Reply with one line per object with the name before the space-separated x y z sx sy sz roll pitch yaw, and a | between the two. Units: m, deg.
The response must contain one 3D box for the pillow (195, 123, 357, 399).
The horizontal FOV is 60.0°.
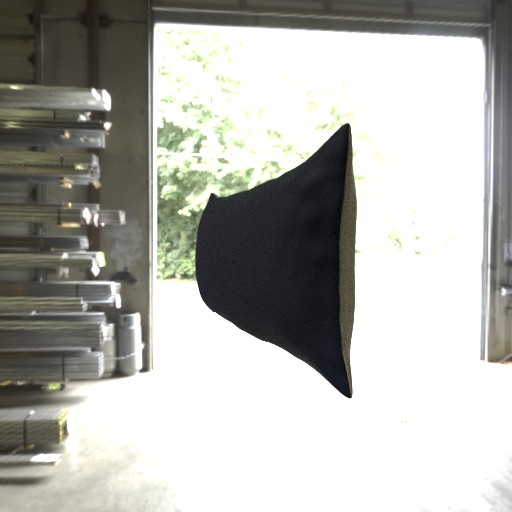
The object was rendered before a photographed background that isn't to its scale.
pillow | 0.000 0.000 0.746 0.151 0.287 0.610 0 1 -19
